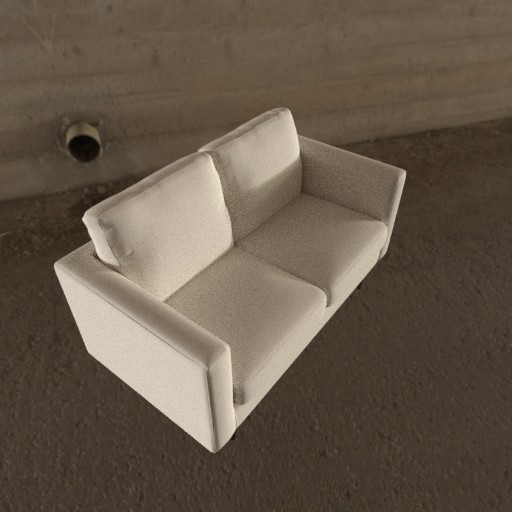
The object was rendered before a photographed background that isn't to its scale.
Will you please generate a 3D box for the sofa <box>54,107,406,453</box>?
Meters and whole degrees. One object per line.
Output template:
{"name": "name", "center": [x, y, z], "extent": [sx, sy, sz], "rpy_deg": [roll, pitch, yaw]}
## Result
{"name": "sofa", "center": [0.000, 0.000, 2.012], "extent": [0.796, 0.908, 1.430], "rpy_deg": [27, 48, 27]}
